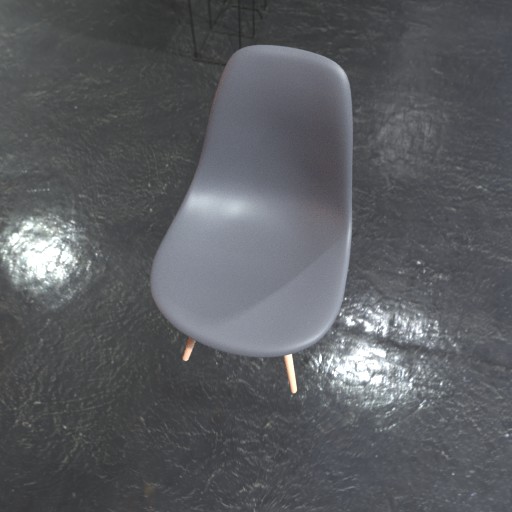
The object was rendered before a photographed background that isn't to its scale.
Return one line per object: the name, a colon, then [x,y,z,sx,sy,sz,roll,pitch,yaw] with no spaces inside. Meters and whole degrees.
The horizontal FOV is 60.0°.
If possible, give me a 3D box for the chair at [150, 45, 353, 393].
chair: [0.000,0.000,1.141,0.470,0.826,0.533,14,59,9]
